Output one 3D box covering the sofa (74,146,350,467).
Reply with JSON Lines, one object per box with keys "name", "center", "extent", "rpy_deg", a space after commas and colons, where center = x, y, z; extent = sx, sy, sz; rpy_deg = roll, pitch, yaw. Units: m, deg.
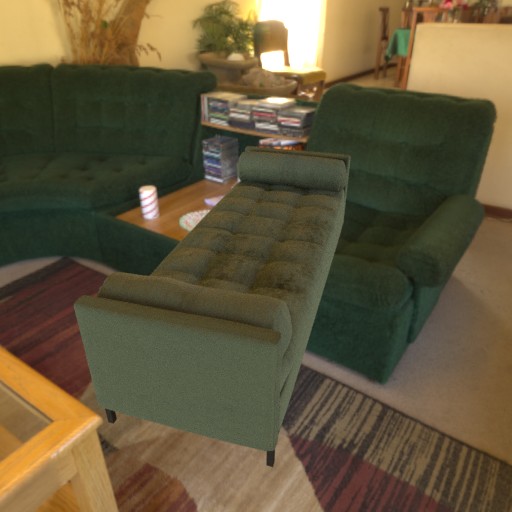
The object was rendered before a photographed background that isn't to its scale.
{"name": "sofa", "center": [0.000, 0.000, 2.532], "extent": [0.817, 0.681, 2.130], "rpy_deg": [9, 31, 14]}
